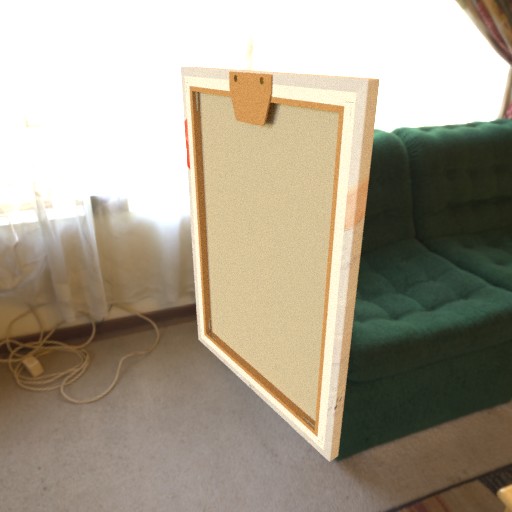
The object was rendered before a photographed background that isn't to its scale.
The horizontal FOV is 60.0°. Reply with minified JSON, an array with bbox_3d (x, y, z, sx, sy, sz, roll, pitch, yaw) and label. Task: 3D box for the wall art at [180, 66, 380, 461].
[{"bbox_3d":[0.000,0.000,1.100,0.036,0.848,0.613,-18,31,-33],"label":"wall art"}]
